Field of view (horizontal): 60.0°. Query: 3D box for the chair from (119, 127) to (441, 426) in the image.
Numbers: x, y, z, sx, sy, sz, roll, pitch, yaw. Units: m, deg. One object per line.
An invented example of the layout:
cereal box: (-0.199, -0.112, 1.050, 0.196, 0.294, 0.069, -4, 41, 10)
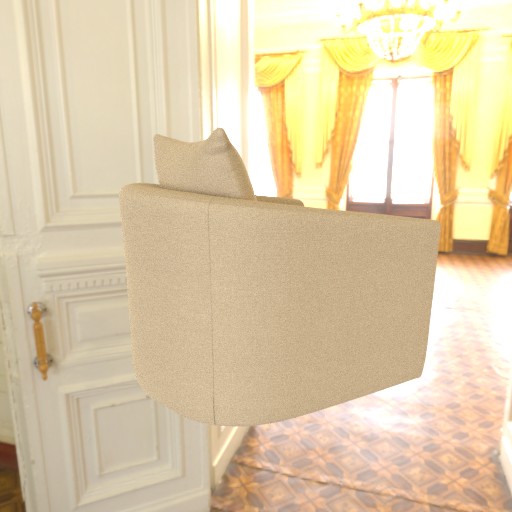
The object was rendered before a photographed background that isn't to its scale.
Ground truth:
chair: (0.000, 0.000, 1.583, 0.910, 0.848, 0.845, -7, 14, -28)
